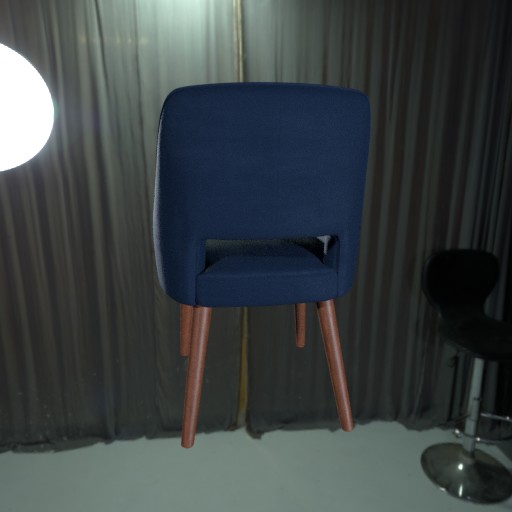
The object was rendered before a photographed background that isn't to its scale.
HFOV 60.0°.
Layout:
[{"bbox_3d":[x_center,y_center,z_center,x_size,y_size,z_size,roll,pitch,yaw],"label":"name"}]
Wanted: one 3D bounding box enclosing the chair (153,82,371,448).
[{"bbox_3d":[0.000,0.000,1.241,0.559,0.844,0.591,-2,14,-9],"label":"chair"}]
